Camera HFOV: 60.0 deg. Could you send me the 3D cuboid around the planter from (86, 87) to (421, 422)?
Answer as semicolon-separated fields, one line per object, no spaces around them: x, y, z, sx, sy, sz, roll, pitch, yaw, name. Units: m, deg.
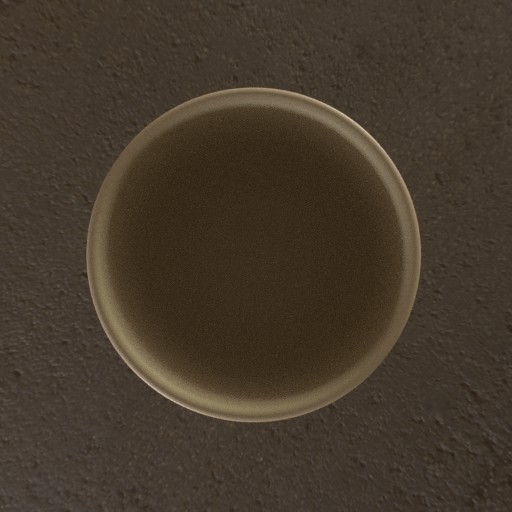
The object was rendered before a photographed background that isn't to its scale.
0.000;0.000;0.215;0.124;0.109;0.124;0;89;2;planter
